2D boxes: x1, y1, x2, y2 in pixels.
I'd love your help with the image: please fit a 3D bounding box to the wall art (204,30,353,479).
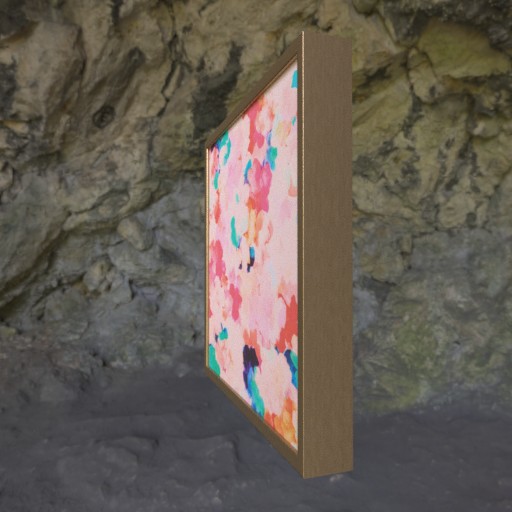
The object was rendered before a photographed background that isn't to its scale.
[{"bbox_3d":[0.000,0.000,0.451,0.038,0.305,0.304,0,-1,-19],"label":"wall art"}]
